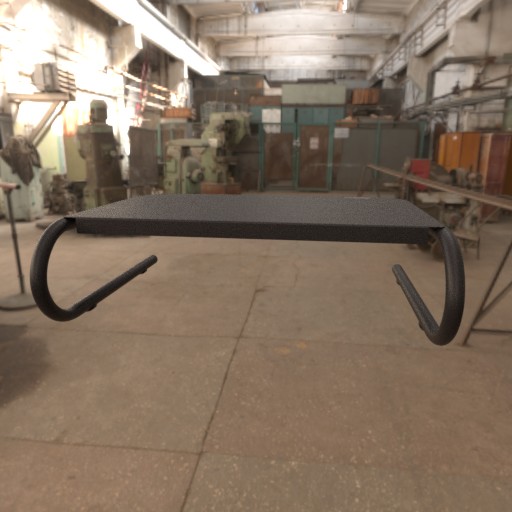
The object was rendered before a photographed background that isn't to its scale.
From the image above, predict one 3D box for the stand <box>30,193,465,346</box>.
[{"bbox_3d":[0.000,0.000,0.501,0.370,0.108,0.280,2,14,8],"label":"stand"}]
